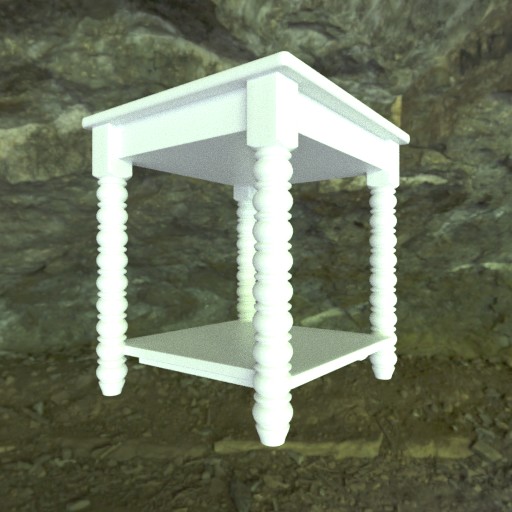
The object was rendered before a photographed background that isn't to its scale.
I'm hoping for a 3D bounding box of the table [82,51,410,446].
[{"bbox_3d":[0.000,0.000,0.967,0.500,0.563,0.533,0,0,37],"label":"table"}]
